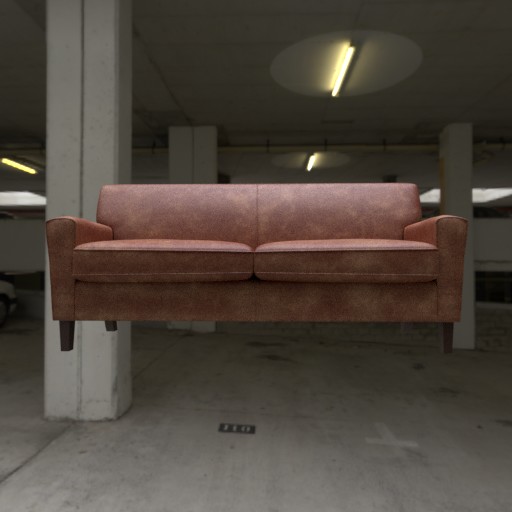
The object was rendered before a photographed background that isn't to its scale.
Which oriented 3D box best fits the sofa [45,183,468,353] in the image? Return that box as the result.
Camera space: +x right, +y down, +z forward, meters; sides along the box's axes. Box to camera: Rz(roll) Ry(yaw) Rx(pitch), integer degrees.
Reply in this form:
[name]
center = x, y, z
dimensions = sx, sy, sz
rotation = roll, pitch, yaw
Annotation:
[sofa]
center = 0.000, 0.000, 2.498
dimensions = 2.053, 0.947, 0.805
rotation = 0, -1, 2
